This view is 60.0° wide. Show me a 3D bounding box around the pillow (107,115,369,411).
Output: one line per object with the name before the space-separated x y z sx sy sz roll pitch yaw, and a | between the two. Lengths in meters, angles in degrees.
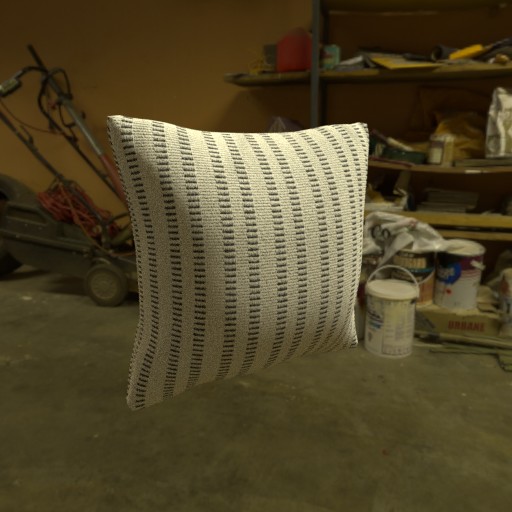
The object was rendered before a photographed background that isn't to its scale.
pillow | 0.000 0.000 0.709 0.438 0.419 0.247 -8 16 -28
